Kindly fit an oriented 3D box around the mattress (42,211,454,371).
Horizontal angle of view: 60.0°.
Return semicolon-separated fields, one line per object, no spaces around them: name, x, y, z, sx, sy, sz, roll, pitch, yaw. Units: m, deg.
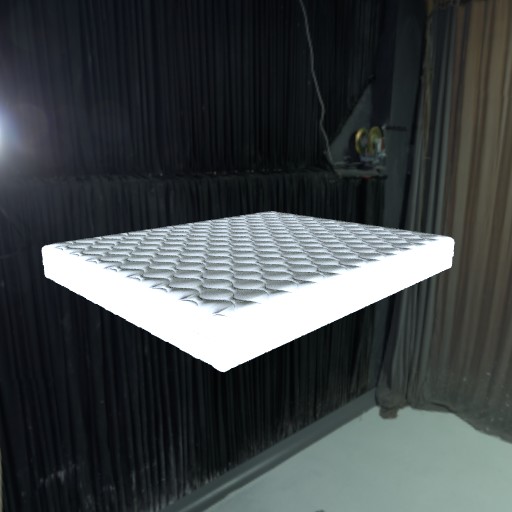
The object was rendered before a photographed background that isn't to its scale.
mattress;0.000;0.000;2.660;1.900;0.200;1.600;-14;19;-43
